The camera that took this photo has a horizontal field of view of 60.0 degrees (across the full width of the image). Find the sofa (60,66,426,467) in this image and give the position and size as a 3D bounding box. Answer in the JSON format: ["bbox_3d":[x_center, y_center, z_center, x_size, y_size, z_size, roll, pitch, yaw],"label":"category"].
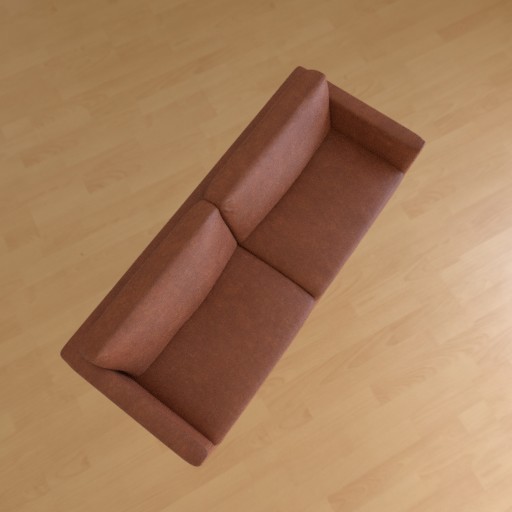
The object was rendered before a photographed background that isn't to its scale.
[{"bbox_3d":[0.000,0.000,2.709,0.950,0.932,2.204,35,77,9],"label":"sofa"}]
